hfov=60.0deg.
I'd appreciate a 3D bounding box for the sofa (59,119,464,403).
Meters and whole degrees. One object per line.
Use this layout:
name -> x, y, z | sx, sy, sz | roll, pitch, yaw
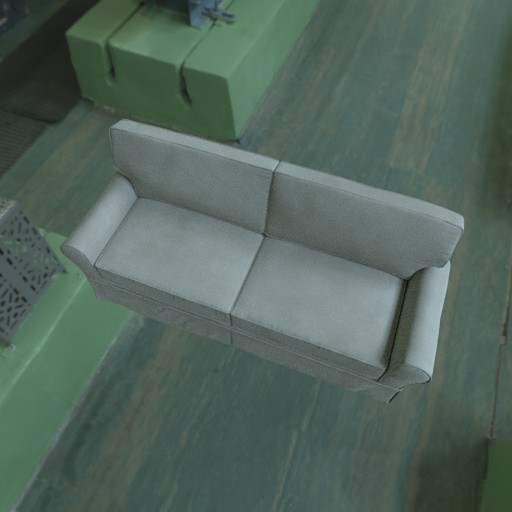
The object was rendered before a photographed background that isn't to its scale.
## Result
sofa -> 0.000, 0.000, 2.729 | 2.246, 1.014, 0.900 | 18, 60, 11
